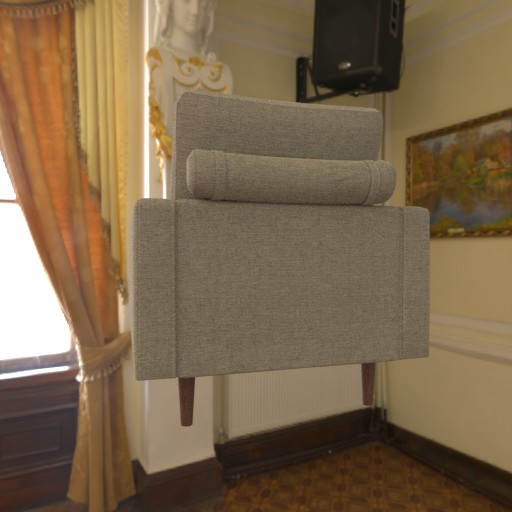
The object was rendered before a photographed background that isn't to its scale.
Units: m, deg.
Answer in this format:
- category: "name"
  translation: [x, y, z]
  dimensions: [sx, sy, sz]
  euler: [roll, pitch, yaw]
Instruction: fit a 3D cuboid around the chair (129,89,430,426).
- category: "chair"
  translation: [0.000, 0.000, 1.504]
  dimensions: [0.821, 0.880, 0.843]
  euler: [0, 1, -17]
